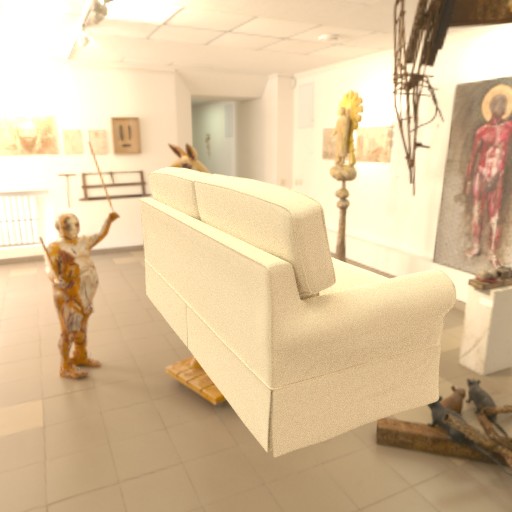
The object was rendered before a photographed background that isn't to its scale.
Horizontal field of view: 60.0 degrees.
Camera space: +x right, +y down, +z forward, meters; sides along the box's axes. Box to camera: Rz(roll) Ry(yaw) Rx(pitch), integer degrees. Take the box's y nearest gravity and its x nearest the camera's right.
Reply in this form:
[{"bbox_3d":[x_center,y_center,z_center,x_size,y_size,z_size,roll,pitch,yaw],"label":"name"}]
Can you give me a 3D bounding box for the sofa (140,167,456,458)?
[{"bbox_3d":[0.000,0.000,2.480,0.862,0.937,2.021,-7,16,-25],"label":"sofa"}]
